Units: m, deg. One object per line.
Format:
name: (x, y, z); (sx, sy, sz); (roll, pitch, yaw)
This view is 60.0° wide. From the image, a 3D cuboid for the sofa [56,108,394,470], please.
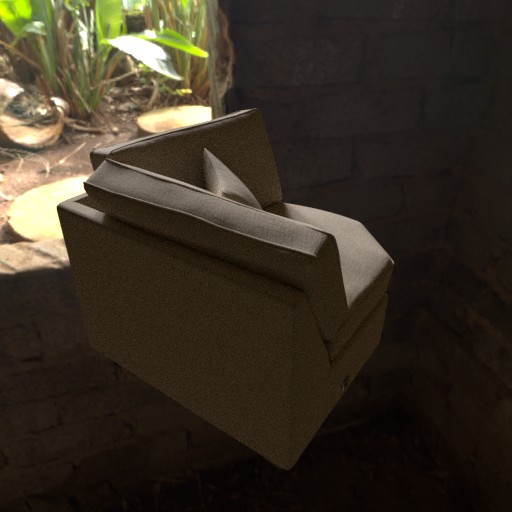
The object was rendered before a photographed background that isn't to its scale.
sofa: (0.000, 0.000, 1.834); (1.050, 0.937, 1.042); (21, 37, 31)
